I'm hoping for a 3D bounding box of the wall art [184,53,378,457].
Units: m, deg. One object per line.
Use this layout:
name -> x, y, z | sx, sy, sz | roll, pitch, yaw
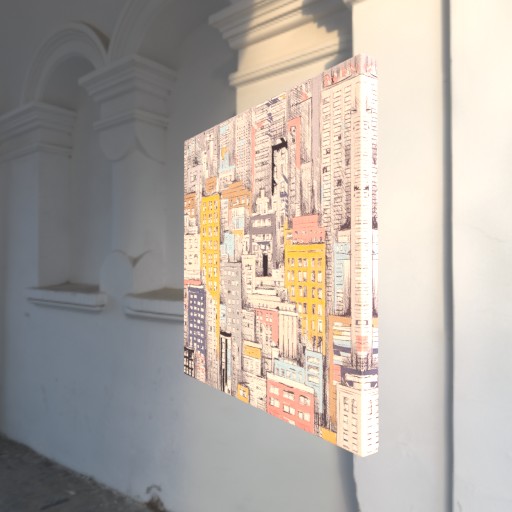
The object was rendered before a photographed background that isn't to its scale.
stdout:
wall art -> 0.000, 0.000, 1.155 | 0.048, 0.762, 0.761 | 0, -1, -35
